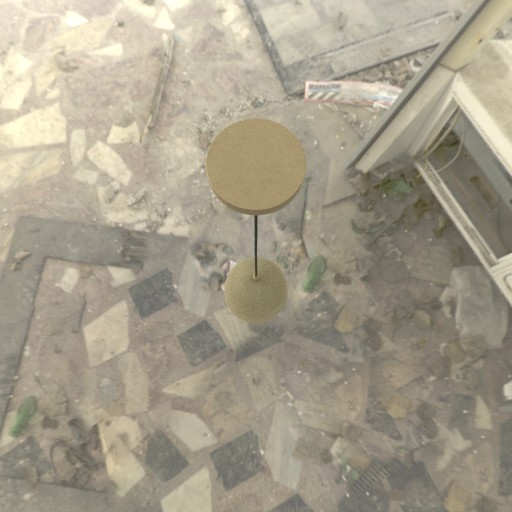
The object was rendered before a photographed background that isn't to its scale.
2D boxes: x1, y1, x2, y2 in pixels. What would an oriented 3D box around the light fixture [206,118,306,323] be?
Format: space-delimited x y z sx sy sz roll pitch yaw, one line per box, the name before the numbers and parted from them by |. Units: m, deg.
light fixture | 0.000 0.000 0.830 0.170 0.759 0.170 -2 75 0
